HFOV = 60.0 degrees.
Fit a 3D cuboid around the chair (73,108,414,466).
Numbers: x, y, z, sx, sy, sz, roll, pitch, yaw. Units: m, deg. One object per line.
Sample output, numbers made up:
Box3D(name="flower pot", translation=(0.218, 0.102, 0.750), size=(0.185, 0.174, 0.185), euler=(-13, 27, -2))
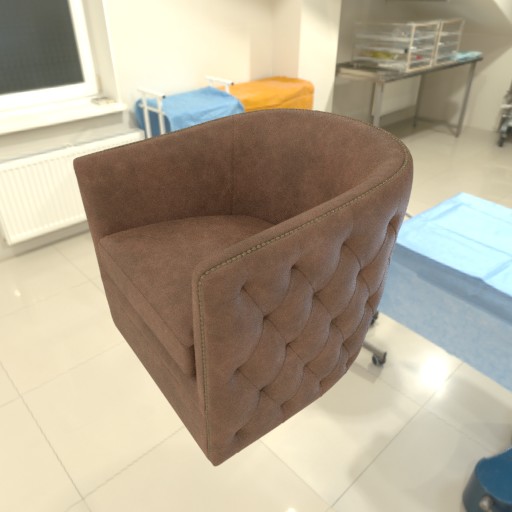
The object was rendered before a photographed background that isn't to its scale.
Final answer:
Box3D(name="chair", translation=(0.000, 0.000, 1.505), size=(0.870, 0.790, 0.850), euler=(-22, 38, -30))
